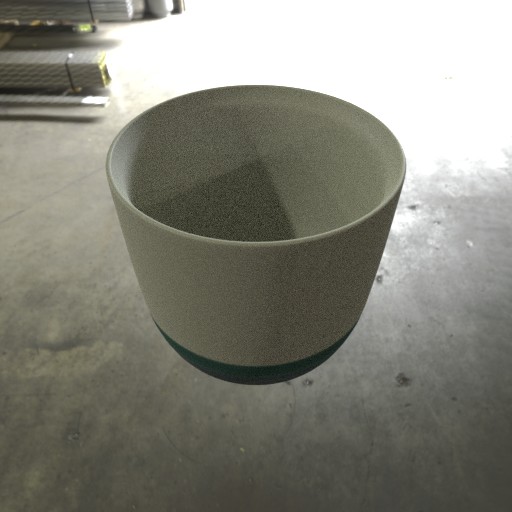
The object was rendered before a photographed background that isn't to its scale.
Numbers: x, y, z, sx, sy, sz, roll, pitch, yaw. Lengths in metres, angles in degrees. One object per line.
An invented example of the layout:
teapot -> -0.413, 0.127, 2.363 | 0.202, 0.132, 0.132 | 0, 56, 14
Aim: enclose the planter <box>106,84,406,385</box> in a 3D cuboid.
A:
planter -> 0.000, 0.000, 0.382 | 0.204, 0.214, 0.204 | 0, 44, 0
